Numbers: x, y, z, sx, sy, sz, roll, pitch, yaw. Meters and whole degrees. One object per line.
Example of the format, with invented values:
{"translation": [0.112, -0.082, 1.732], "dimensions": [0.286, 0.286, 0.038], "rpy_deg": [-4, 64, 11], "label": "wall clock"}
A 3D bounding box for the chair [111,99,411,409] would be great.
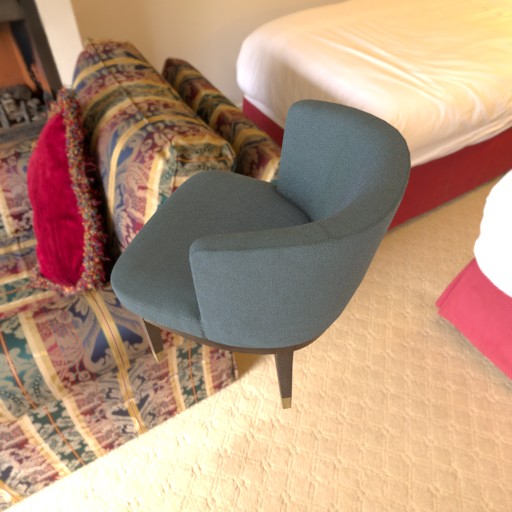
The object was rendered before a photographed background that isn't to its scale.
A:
{"translation": [0.000, 0.000, 1.302], "dimensions": [0.702, 0.760, 0.661], "rpy_deg": [16, 48, 15], "label": "chair"}
